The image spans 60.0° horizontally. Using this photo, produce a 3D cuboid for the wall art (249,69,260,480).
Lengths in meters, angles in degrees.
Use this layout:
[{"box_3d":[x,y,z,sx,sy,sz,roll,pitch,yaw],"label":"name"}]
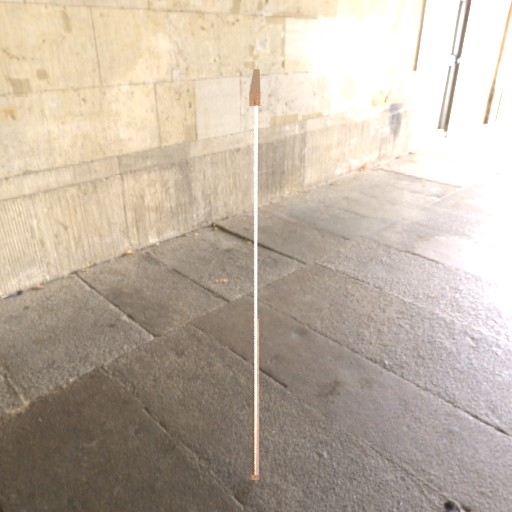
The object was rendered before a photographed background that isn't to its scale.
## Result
[{"box_3d":[0.000,0.000,0.813,0.012,0.608,0.459,0,26,0],"label":"wall art"}]
